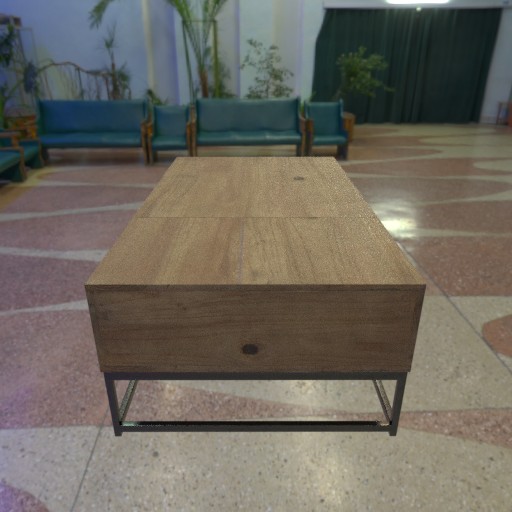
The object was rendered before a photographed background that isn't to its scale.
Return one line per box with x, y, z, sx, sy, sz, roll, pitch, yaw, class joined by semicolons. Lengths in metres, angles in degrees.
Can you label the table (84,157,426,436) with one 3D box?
0.000;0.000;1.422;0.655;0.395;1.101;0;25;0;table
